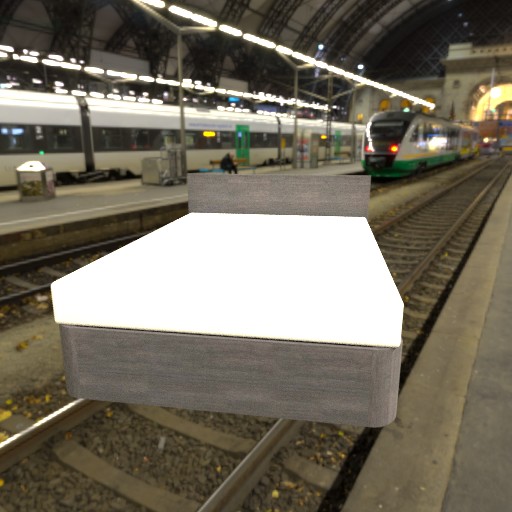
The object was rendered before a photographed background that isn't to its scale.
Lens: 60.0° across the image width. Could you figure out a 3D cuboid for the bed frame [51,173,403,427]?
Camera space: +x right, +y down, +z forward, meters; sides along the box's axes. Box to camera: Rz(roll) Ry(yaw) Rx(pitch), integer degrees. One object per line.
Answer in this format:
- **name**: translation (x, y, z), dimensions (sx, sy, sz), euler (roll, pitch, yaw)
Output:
- **bed frame**: translation (0.000, 0.000, 2.569), dimensions (1.400, 0.800, 1.900), euler (2, 15, 9)
